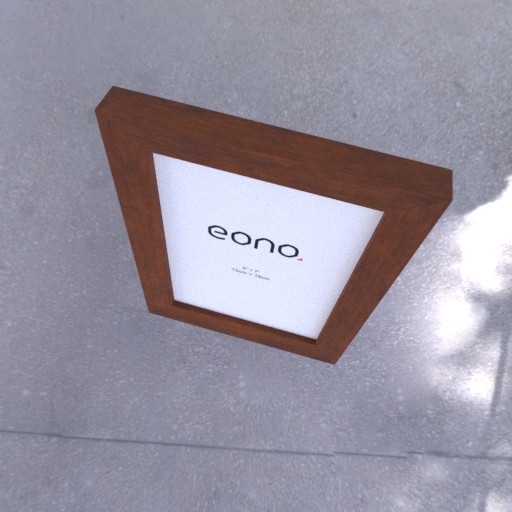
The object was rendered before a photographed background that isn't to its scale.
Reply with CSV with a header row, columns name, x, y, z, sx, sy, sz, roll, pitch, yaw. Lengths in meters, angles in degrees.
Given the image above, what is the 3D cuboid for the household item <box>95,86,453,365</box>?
name,x,y,z,sx,sy,sz,roll,pitch,yaw
household item,0.000,0.000,0.285,0.160,0.204,0.096,15,76,4
